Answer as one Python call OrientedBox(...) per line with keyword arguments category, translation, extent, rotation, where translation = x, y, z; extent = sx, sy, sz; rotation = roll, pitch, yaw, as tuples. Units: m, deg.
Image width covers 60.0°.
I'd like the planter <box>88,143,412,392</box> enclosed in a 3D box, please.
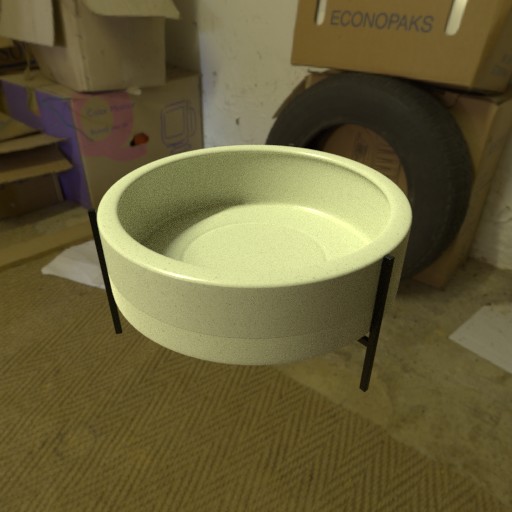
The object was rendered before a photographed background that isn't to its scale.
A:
OrientedBox(category="planter", translation=(0.000, 0.000, 0.539), extent=(0.336, 0.171, 0.345), rotation=(10, 34, 14))
